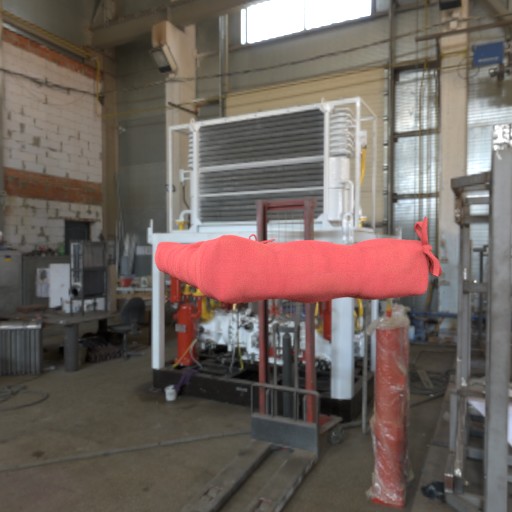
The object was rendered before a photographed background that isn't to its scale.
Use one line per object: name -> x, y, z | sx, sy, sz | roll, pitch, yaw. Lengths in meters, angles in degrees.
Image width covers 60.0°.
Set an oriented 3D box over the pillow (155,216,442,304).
pillow -> 0.000, 0.000, 1.340 | 0.511, 0.174, 1.194 | 0, 1, -18
